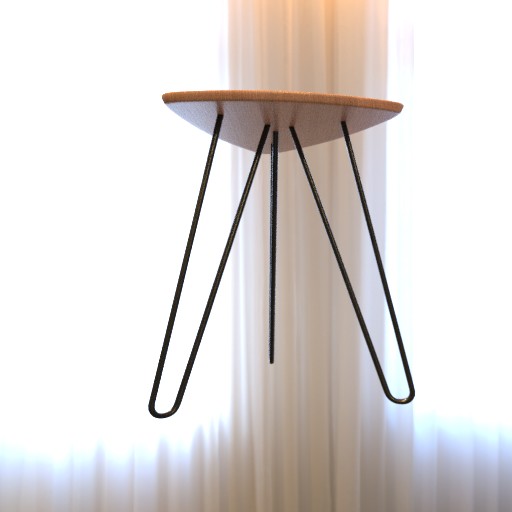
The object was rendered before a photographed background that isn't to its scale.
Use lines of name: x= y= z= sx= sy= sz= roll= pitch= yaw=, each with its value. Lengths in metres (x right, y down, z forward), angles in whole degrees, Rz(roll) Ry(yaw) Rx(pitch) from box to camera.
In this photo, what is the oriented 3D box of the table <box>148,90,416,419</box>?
table: x=0.000 y=0.000 z=0.888 sx=0.455 sy=0.564 sz=0.442 roll=0 pitch=0 yaw=-36
